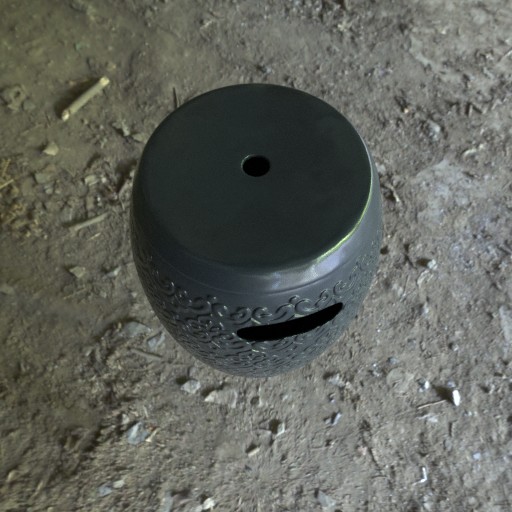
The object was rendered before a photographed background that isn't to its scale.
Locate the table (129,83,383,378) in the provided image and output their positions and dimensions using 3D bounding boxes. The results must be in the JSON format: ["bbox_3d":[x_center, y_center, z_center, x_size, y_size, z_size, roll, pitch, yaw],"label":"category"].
[{"bbox_3d":[0.000,0.000,0.610,0.309,0.397,0.309,0,63,0],"label":"table"}]
